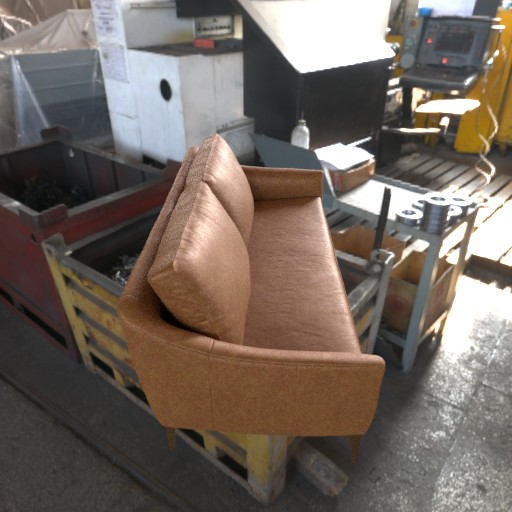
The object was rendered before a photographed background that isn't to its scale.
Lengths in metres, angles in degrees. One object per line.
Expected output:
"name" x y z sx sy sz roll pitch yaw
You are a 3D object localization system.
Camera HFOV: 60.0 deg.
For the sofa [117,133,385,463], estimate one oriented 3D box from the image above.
"sofa" 0.000 0.000 2.531 0.981 0.945 2.036 0 31 1
